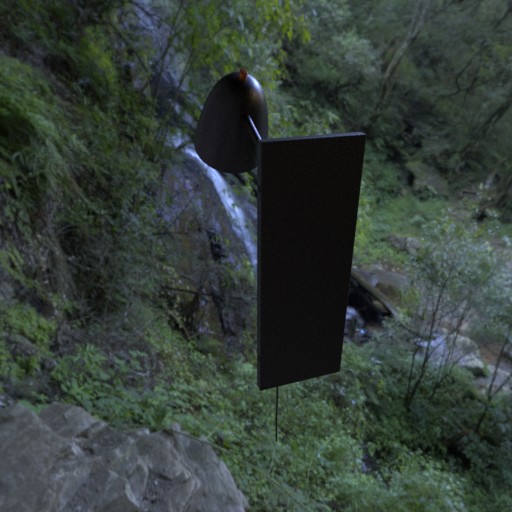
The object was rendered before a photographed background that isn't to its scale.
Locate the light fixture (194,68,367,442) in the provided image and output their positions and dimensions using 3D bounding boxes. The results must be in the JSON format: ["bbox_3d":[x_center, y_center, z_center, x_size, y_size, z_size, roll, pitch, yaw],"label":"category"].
[{"bbox_3d":[0.000,0.000,0.929,0.162,0.715,0.499,-9,28,-16],"label":"light fixture"}]
